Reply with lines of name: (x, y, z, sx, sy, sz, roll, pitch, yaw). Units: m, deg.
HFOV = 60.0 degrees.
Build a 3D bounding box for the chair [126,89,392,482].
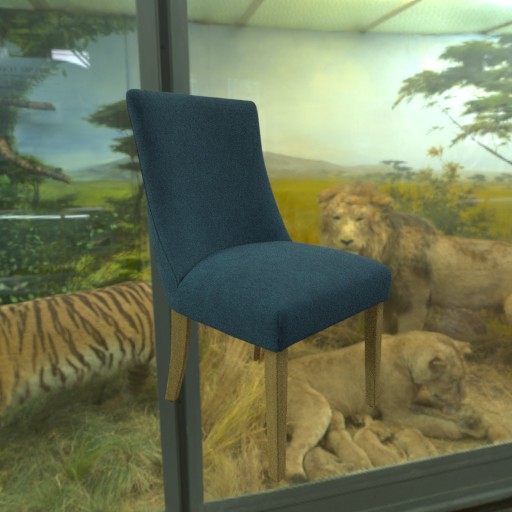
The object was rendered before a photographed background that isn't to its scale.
chair: (0.000, 0.000, 1.256, 0.609, 0.902, 0.495, 13, 19, 43)
